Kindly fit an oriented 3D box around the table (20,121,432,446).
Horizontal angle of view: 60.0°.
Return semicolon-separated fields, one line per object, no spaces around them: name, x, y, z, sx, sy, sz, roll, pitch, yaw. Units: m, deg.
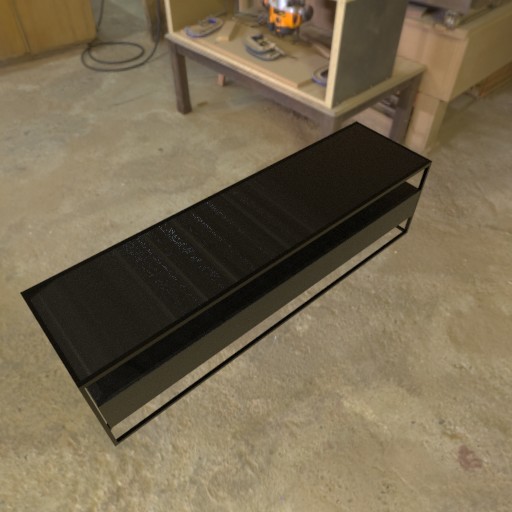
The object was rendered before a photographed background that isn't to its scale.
table;0.000;0.000;1.671;1.486;0.395;0.399;-32;55;-26
